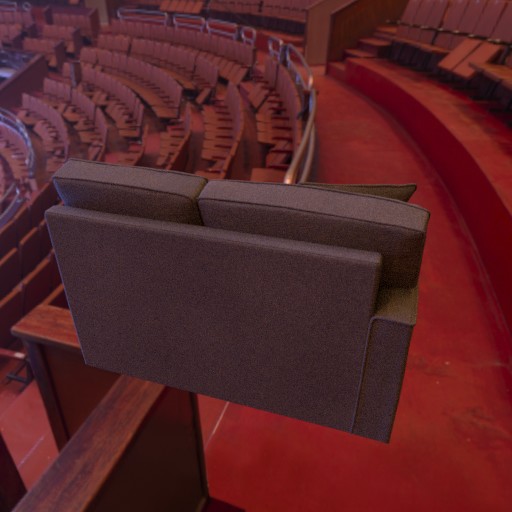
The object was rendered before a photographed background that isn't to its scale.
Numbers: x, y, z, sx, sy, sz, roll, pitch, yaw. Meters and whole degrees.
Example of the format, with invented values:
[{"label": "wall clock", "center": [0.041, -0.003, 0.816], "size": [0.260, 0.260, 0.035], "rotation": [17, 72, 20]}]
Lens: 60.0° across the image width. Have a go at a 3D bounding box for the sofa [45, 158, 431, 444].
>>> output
[{"label": "sofa", "center": [0.000, 0.000, 2.028], "size": [1.388, 0.989, 0.991], "rotation": [9, 31, 15]}]
